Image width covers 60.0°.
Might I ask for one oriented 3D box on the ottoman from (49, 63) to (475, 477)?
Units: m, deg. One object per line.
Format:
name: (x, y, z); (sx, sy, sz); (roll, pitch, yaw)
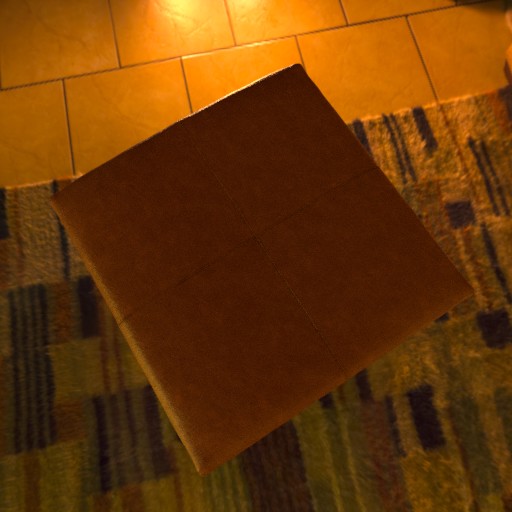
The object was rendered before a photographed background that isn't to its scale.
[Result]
ottoman: (0.000, 0.000, 1.586); (1.013, 0.442, 1.016); (-31, 77, -8)
